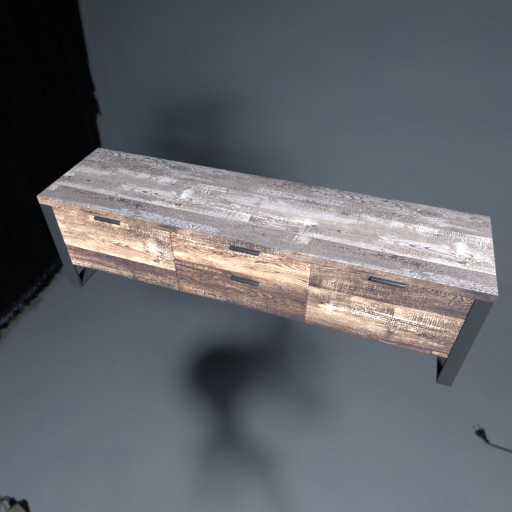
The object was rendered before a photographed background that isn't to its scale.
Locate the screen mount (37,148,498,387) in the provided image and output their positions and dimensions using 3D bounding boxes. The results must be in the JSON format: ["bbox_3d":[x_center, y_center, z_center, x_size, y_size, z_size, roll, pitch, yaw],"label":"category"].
[{"bbox_3d":[0.000,0.000,1.677,1.524,0.450,0.395,13,43,14],"label":"screen mount"}]
